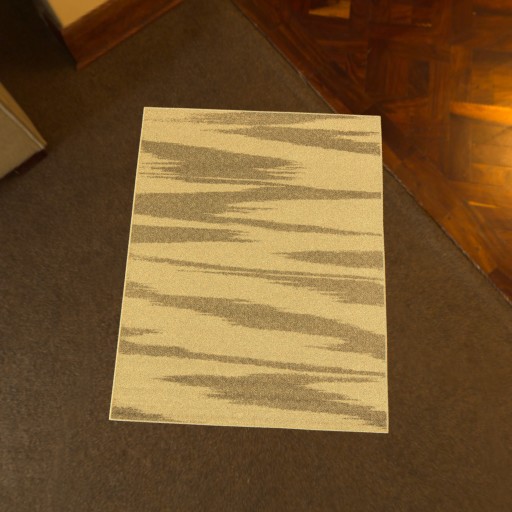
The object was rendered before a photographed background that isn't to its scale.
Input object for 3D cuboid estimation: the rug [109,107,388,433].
[{"bbox_3d":[0.000,0.000,4.053,2.353,0.014,2.945,2,77,1],"label":"rug"}]
